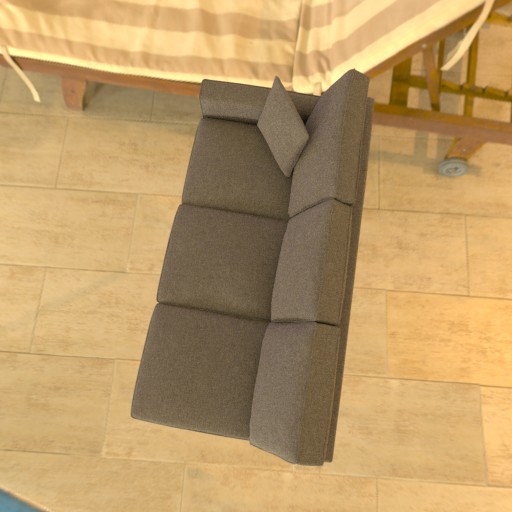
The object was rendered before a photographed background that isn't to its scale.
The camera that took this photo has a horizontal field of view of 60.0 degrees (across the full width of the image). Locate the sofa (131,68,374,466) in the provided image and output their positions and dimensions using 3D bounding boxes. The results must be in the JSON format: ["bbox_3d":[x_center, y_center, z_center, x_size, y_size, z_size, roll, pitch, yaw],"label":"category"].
[{"bbox_3d":[0.000,0.000,2.521,1.034,0.946,1.963,9,76,2],"label":"sofa"}]
